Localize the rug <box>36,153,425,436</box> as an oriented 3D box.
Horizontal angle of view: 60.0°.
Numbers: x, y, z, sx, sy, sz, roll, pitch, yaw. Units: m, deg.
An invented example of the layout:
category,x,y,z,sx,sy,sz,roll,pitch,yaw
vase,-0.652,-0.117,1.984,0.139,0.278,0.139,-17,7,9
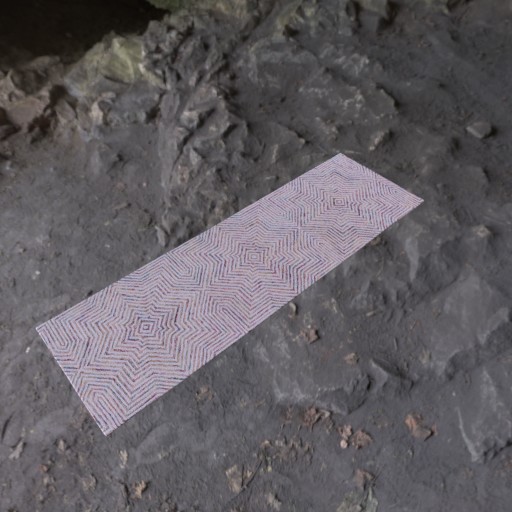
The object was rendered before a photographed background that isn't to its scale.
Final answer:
category,x,y,z,sx,sy,sz,roll,pitch,yaw
rug,0.000,0.000,2.703,2.443,0.009,0.771,-33,55,-27
